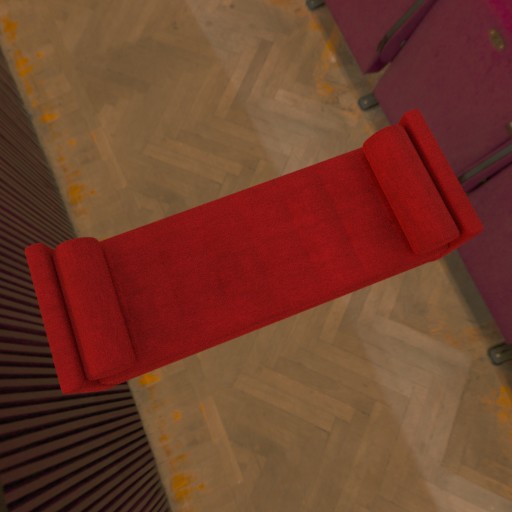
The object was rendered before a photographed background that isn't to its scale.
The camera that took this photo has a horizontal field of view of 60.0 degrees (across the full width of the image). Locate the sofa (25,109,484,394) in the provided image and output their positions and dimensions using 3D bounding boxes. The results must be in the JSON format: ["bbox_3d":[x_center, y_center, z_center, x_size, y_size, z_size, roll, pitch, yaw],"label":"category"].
[{"bbox_3d":[0.000,0.000,2.288,1.981,0.635,0.686,-21,76,-5],"label":"sofa"}]
